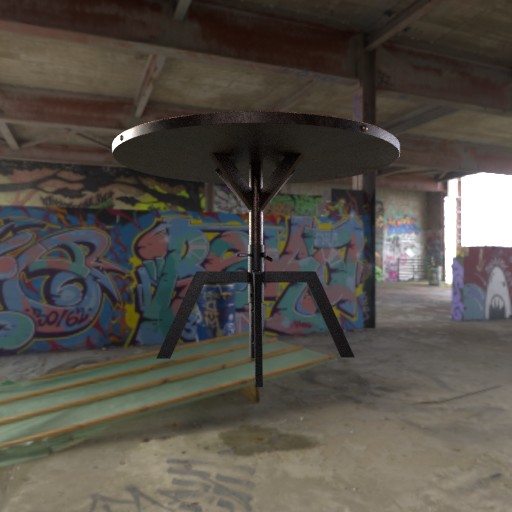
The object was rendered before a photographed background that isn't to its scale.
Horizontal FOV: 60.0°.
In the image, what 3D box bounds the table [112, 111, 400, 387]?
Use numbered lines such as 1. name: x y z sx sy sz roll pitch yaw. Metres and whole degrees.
1. table: 0.000 0.000 1.436 0.885 0.658 0.885 0 0 0
